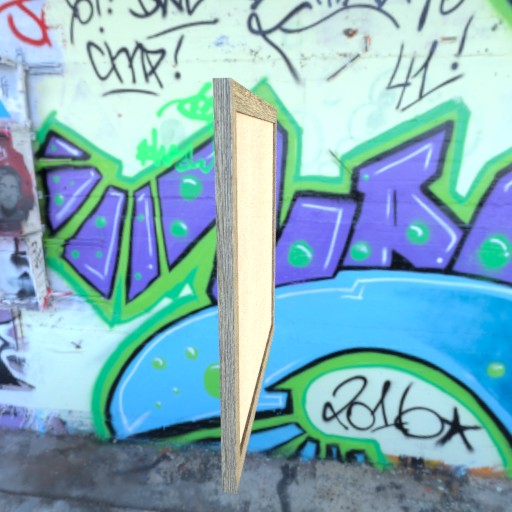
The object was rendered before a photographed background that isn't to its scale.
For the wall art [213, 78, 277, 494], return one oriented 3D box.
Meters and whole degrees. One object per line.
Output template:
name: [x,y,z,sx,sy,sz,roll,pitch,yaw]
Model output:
wall art: [0.000,0.000,0.757,0.019,0.508,0.508,2,15,8]
